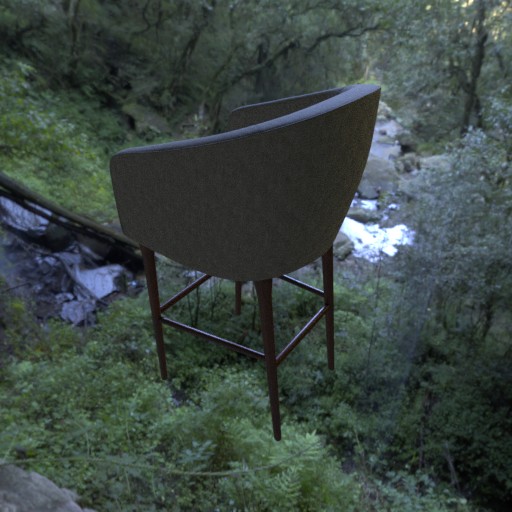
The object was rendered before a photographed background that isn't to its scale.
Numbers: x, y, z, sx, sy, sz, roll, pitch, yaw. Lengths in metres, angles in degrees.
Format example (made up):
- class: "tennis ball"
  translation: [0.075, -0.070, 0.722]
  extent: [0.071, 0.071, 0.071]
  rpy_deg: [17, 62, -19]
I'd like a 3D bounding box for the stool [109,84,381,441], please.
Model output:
- class: "stool"
  translation: [0.000, 0.000, 1.408]
  extent: [0.607, 1.078, 0.559]
  rpy_deg: [22, 40, 29]
